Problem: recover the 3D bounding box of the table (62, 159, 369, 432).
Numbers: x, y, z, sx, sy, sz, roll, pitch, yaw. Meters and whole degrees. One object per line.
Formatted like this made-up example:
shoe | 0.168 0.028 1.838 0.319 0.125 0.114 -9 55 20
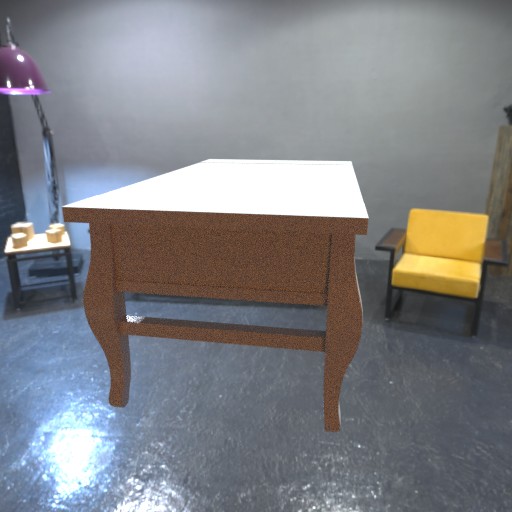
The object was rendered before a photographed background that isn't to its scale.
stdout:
table | 0.000 0.000 1.389 0.600 0.495 1.062 3 18 10
